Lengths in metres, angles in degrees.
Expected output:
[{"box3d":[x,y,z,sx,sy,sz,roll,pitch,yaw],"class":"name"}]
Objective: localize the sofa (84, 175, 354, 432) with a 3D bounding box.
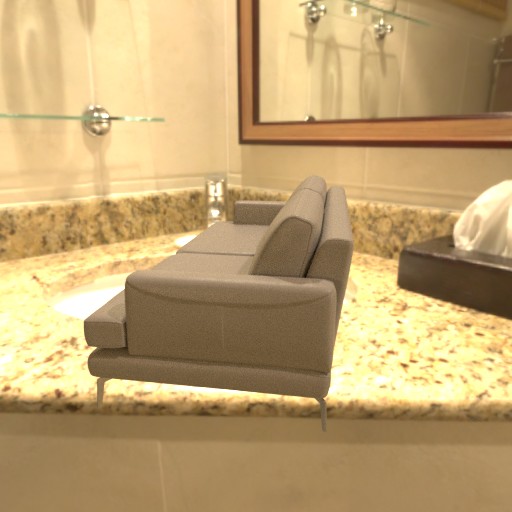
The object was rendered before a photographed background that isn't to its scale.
[{"box3d":[0.000,0.000,2.446,0.974,0.765,1.940,3,16,9],"class":"sofa"}]
